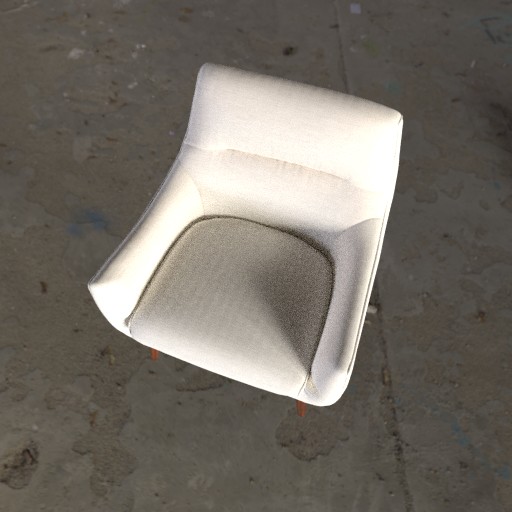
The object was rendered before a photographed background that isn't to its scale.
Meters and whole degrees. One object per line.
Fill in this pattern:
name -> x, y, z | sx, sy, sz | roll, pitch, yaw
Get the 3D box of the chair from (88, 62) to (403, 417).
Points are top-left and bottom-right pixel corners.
chair -> 0.000, 0.000, 1.453 | 0.762, 0.838, 0.787 | 18, 60, 11
